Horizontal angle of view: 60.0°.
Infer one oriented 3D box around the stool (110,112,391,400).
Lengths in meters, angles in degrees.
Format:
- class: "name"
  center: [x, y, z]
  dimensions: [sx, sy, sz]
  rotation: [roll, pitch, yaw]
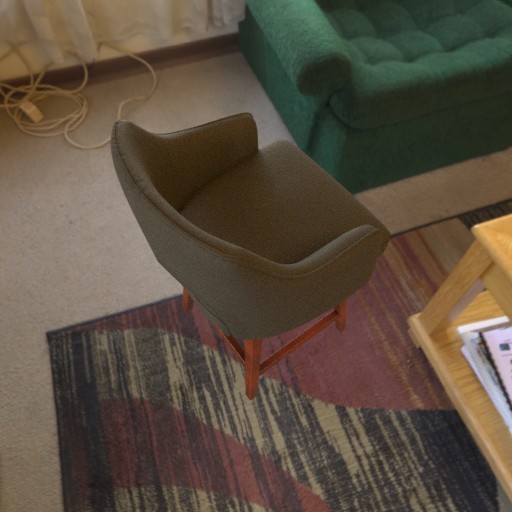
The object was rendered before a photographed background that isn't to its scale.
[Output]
- class: "stool"
  center: [0.000, 0.000, 1.253]
  dimensions: [0.558, 0.912, 0.548]
  rotation: [-32, 63, -19]
